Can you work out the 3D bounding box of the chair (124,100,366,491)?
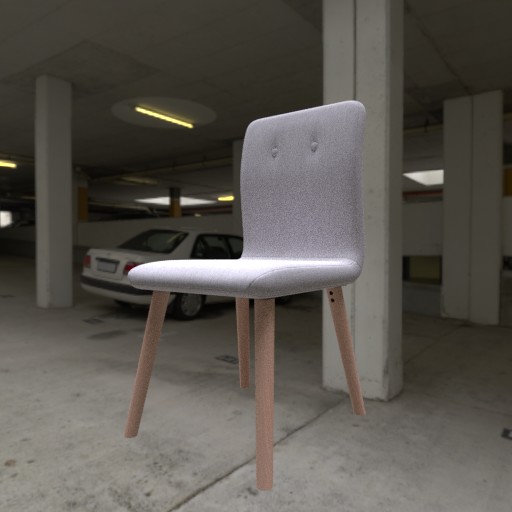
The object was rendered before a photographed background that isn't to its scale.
[{"bbox_3d":[0.000,0.000,1.176,0.435,0.885,0.550,1,1,36],"label":"chair"}]
